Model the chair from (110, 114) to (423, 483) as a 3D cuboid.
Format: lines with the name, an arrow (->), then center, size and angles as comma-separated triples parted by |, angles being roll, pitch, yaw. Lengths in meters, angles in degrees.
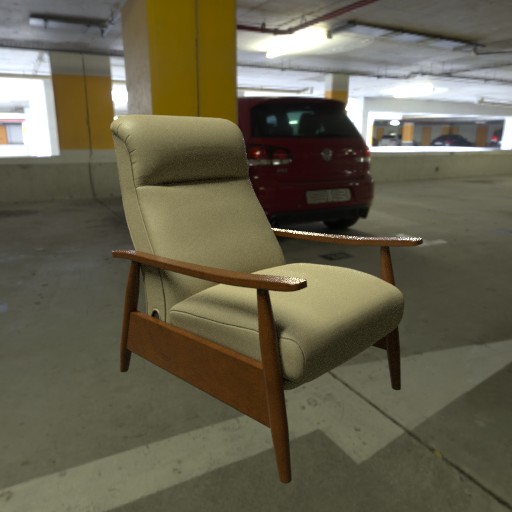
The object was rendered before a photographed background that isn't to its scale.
chair -> 0.000, 0.000, 1.747 | 1.014, 1.082, 0.762 | 14, 20, 42
